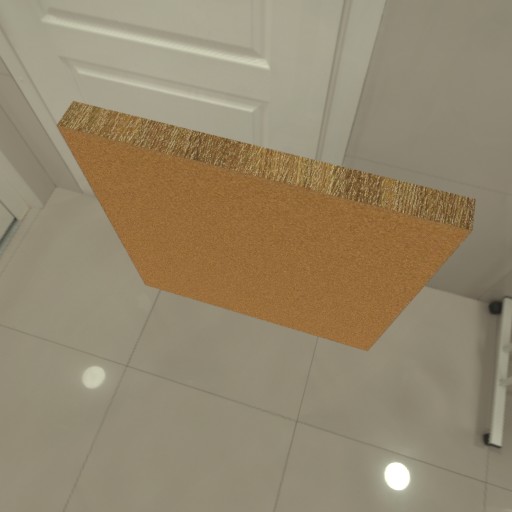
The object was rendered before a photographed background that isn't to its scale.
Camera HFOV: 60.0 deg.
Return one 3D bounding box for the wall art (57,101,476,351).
[{"bbox_3d":[0.000,0.000,0.600,0.406,0.403,0.039,15,64,8],"label":"wall art"}]
